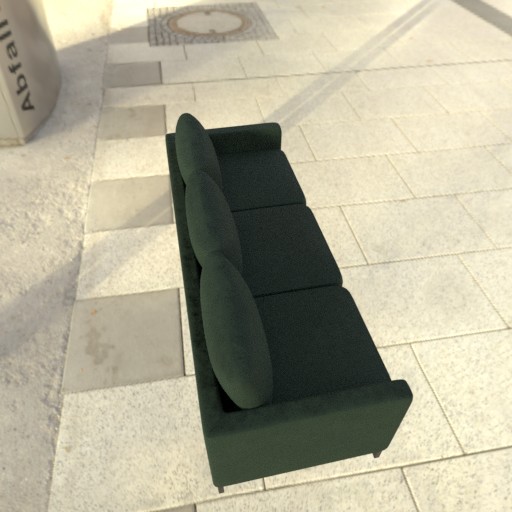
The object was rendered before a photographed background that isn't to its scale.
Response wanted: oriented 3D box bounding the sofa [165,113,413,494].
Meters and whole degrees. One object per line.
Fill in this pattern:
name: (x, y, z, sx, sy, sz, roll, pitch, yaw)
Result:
sofa: (0.000, 0.000, 2.590, 0.859, 0.870, 2.218, -9, 46, -8)
